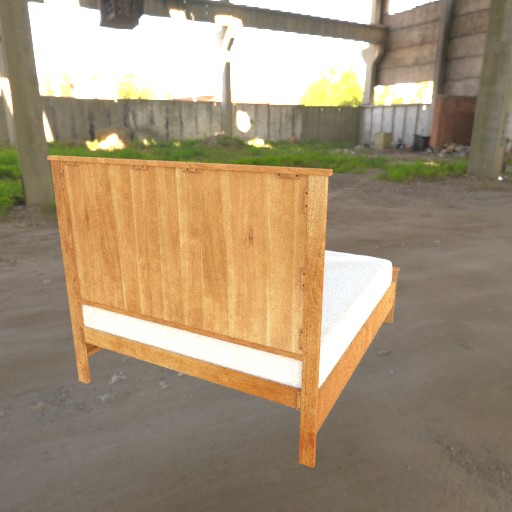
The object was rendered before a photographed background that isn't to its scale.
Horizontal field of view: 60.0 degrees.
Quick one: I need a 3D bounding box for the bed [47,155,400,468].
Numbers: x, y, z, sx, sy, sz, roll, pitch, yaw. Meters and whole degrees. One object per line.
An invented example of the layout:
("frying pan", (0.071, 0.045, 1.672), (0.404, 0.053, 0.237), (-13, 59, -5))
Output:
("bed", (0.000, 0.000, 4.192), (2.225, 1.938, 2.530), (9, 19, 27))
